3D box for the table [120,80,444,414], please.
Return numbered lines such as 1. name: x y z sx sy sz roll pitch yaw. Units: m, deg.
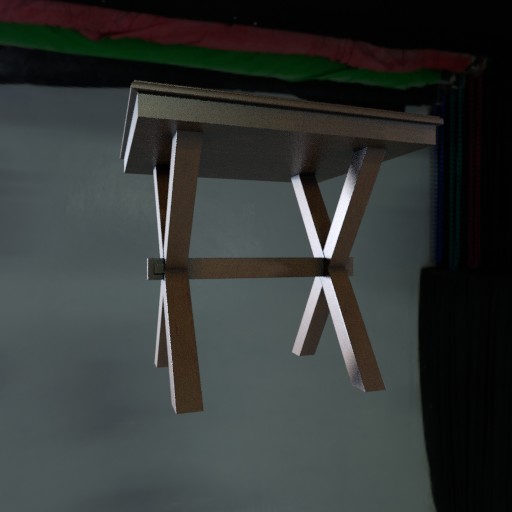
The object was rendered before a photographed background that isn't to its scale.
1. table: 0.000 0.000 1.057 0.602 0.562 0.560 0 1 -19
